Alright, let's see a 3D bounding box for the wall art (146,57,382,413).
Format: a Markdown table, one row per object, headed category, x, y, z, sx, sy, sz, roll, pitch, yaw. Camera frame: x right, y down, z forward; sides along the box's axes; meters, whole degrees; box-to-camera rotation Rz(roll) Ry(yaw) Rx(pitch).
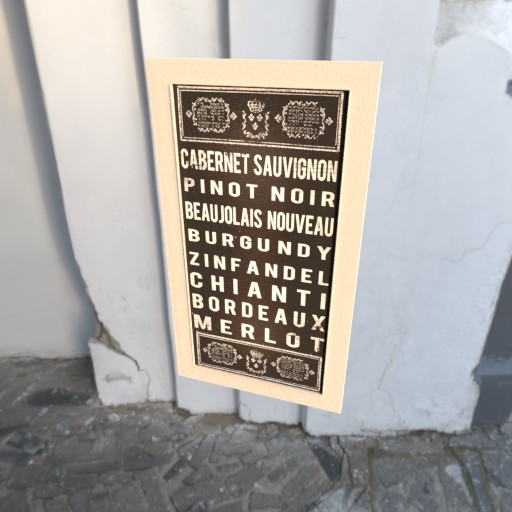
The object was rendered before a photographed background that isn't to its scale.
| category | x | y | z | sx | sy | sz | roll | pitch | yaw |
| --- | --- | --- | --- | --- | --- | --- | --- | --- | --- |
| wall art | 0.000 | 0.000 | 0.841 | 0.380 | 0.683 | 0.013 | 8 | 28 | 16 |
